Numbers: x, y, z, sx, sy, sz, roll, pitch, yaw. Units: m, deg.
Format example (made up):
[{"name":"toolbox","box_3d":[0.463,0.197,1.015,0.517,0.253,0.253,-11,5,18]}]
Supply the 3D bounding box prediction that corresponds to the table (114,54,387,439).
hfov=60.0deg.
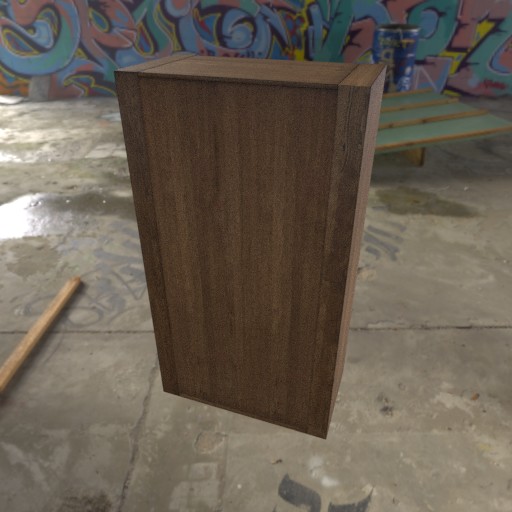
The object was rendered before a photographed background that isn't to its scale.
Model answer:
[{"name":"table","box_3d":[0.000,0.000,2.524,1.100,2.000,0.600,10,33,17]}]
